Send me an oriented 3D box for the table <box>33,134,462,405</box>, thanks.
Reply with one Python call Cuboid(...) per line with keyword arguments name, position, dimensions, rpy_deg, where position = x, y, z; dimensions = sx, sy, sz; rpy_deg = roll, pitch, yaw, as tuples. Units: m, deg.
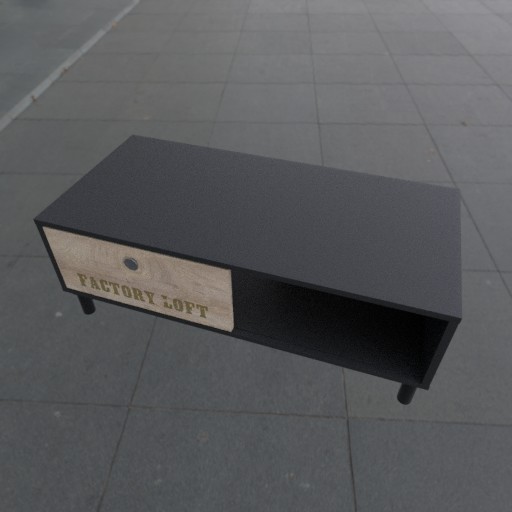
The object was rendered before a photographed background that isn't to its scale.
Cuboid(name="table", position=(0.000, 0.000, 1.391), dimensions=(1.100, 0.400, 0.550), rpy_deg=(13, 43, 14))
